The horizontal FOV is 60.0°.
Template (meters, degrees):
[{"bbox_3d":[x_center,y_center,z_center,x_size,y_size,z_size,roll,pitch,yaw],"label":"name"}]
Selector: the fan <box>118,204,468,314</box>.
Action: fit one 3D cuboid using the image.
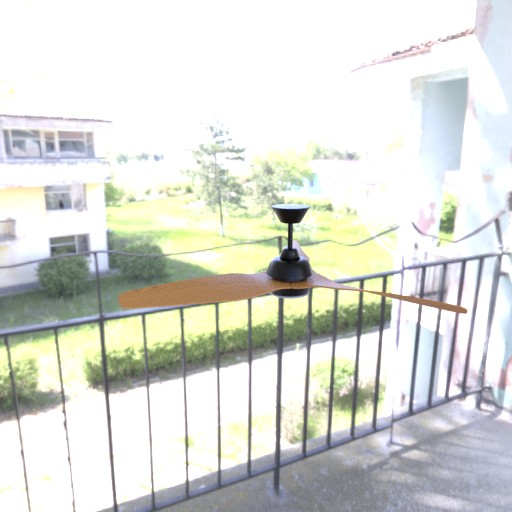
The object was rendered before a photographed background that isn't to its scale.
[{"bbox_3d":[0.000,0.000,1.665,1.010,0.355,1.142,-7,15,-26],"label":"fan"}]
